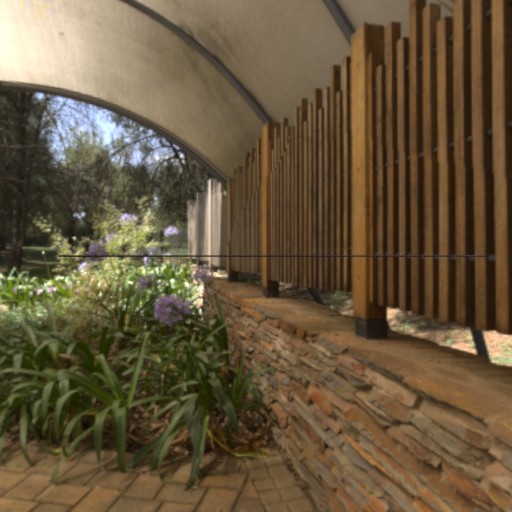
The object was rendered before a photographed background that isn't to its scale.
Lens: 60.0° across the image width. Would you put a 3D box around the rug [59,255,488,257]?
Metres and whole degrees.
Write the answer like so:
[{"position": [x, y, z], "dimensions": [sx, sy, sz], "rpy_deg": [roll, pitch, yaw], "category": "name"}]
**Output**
[{"position": [0.000, 0.000, 2.910], "dimensions": [2.232, 0.009, 1.630], "rpy_deg": [0, 0, -19], "category": "rug"}]
